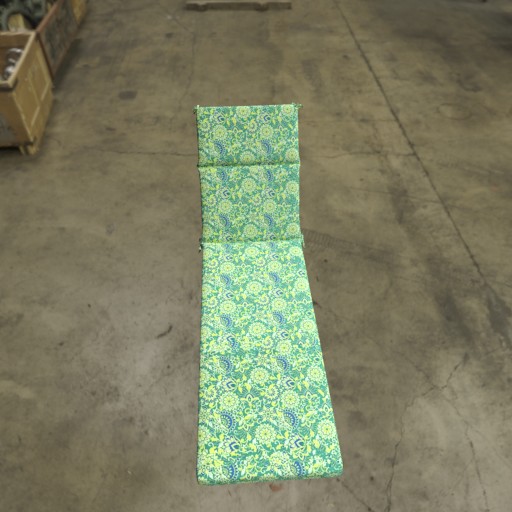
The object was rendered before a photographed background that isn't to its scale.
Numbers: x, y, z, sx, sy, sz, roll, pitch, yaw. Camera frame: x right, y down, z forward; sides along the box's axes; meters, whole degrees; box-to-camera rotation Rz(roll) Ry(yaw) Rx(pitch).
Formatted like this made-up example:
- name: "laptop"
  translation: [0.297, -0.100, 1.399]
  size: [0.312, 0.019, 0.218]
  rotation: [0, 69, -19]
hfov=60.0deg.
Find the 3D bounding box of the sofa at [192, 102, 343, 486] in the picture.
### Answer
- name: "sofa"
  translation: [0.000, 0.000, 1.931]
  size: [0.582, 0.622, 1.663]
  rotation: [-3, 46, -2]
